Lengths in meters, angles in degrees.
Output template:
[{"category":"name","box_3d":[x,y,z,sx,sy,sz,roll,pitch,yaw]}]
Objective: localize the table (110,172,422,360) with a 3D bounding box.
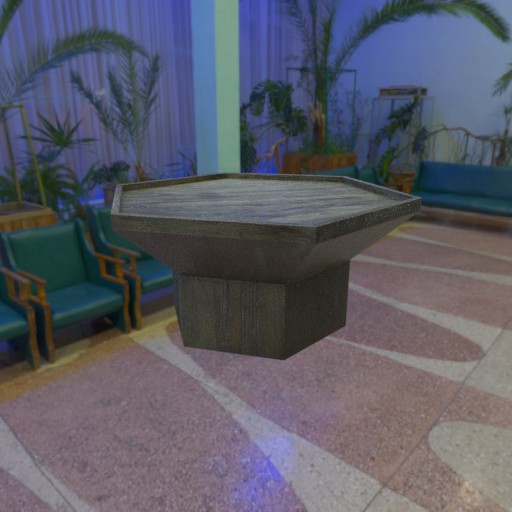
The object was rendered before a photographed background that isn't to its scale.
[{"category":"table","box_3d":[0.000,0.000,1.649,0.966,0.488,1.115,17,24,42]}]
